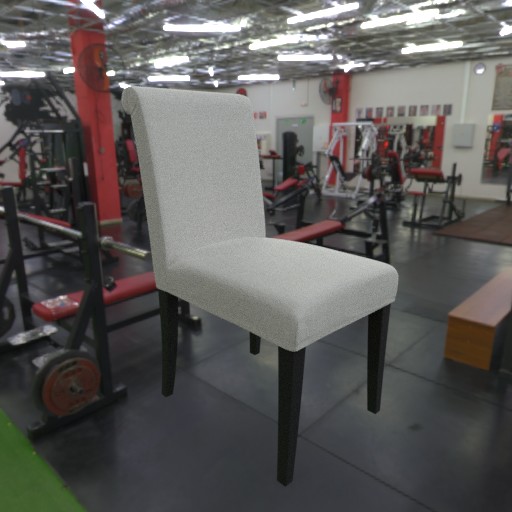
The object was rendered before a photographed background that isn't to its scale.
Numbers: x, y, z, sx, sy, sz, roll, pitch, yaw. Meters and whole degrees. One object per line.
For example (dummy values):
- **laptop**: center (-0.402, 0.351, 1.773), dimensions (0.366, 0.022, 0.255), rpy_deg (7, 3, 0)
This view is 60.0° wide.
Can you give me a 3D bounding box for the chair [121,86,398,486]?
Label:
- **chair**: center (0.000, 0.000, 1.338), dimensions (0.452, 0.976, 0.708), rpy_deg (-15, 21, -42)
